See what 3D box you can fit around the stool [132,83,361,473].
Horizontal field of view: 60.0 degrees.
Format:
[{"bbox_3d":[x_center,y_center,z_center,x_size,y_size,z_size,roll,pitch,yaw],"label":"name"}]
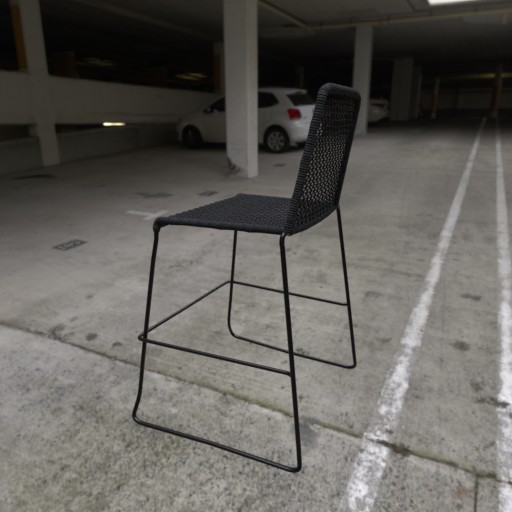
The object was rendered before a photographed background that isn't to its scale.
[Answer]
[{"bbox_3d":[0.000,0.000,1.278,0.509,0.905,0.590,8,19,25],"label":"stool"}]
